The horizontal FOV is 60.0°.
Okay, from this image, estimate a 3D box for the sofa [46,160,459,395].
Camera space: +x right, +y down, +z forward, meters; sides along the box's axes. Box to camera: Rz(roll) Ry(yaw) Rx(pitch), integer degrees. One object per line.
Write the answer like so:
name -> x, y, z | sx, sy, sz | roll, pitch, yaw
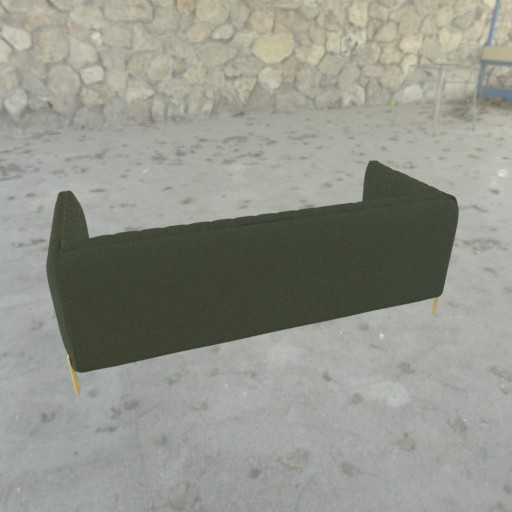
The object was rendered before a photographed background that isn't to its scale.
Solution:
sofa -> 0.000, 0.000, 2.601 | 2.137, 0.793, 0.896 | -9, 28, -17
